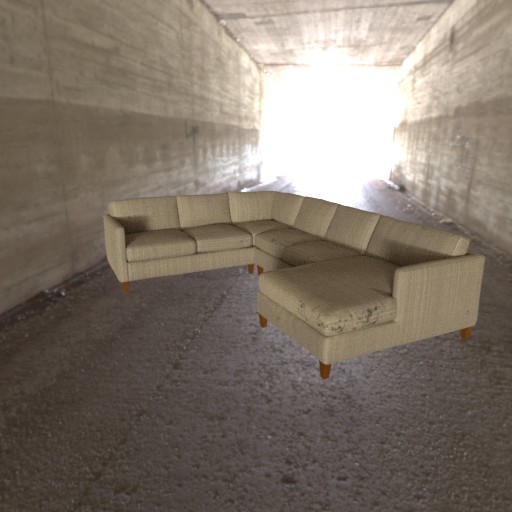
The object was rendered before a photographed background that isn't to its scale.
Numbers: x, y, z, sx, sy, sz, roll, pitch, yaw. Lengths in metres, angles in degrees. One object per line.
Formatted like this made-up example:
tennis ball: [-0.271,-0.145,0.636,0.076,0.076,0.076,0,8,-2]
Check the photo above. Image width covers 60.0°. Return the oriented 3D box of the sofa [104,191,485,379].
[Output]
sofa: [0.000,0.000,4.638,2.594,0.961,3.460,-8,17,-25]
